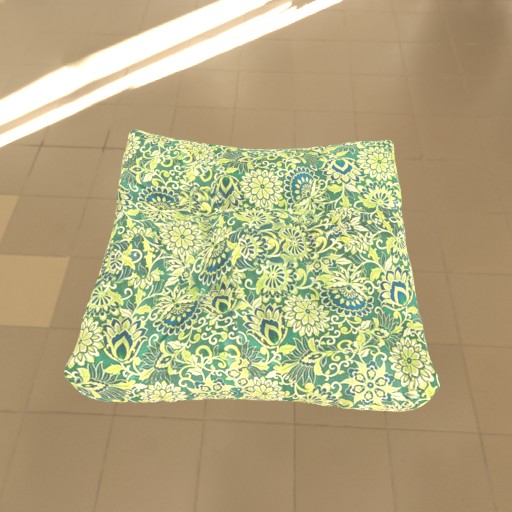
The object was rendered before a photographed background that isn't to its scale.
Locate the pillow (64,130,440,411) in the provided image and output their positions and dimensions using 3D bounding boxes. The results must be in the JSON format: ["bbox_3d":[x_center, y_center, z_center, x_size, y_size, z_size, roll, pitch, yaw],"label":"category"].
[{"bbox_3d":[0.000,0.000,0.714,0.490,0.128,0.468,2,59,1],"label":"pillow"}]
